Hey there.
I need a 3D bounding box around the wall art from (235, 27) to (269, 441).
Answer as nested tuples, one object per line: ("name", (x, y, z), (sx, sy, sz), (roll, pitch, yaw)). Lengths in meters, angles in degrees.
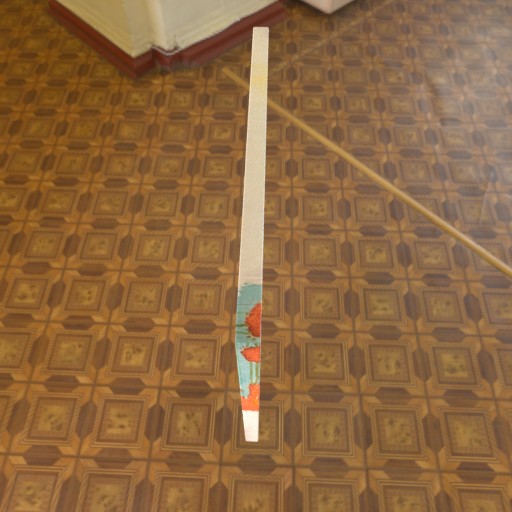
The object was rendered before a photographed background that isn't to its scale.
("wall art", (0.000, 0.000, 1.212), (0.037, 0.814, 0.814), (1, 58, 1))
